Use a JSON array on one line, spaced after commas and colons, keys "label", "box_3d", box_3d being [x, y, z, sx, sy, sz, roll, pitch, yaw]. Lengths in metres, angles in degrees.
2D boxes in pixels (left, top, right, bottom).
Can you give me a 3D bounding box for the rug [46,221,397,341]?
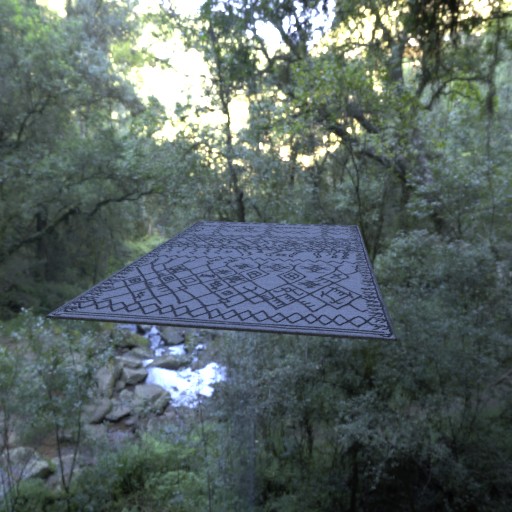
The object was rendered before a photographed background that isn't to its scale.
[{"label": "rug", "box_3d": [0.000, 0.000, 3.042, 1.526, 0.012, 2.444, 2, 15, 9]}]
